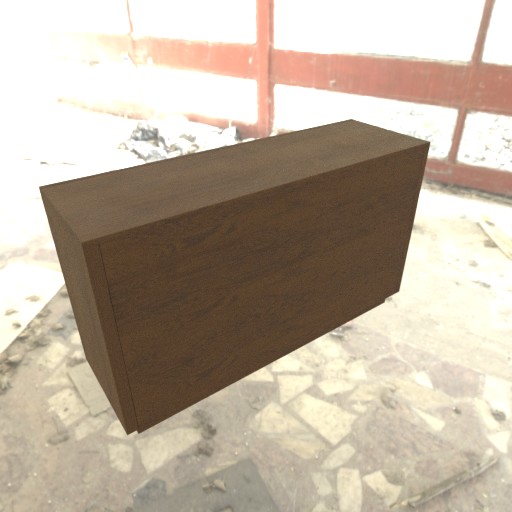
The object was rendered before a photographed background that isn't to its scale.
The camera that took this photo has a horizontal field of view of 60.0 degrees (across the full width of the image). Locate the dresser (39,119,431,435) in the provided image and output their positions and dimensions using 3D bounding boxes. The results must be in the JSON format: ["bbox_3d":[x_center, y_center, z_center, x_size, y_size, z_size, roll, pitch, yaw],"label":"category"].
[{"bbox_3d":[0.000,0.000,1.981,1.523,0.889,0.512,-21,37,-30],"label":"dresser"}]
